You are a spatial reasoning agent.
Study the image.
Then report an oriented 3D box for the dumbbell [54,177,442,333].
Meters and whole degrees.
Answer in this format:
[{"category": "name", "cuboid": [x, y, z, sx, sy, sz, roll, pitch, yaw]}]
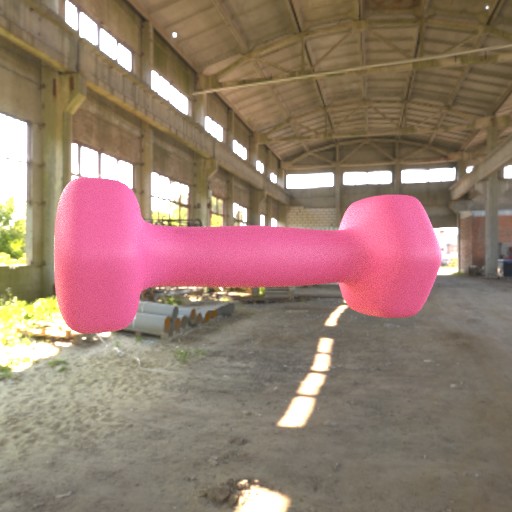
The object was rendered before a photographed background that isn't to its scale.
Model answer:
[{"category": "dumbbell", "cuboid": [0.000, 0.000, 0.176, 0.146, 0.053, 0.058, 0, 0, -19]}]
